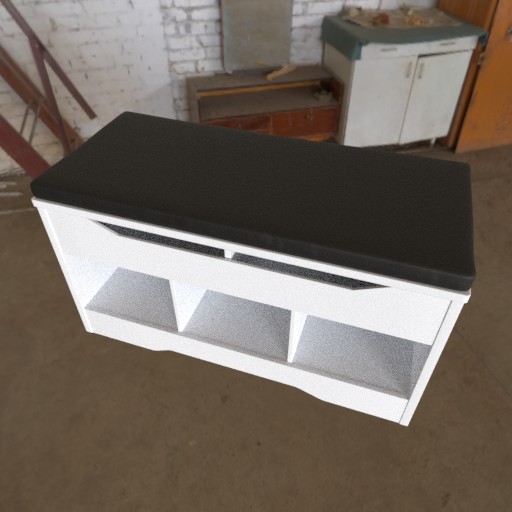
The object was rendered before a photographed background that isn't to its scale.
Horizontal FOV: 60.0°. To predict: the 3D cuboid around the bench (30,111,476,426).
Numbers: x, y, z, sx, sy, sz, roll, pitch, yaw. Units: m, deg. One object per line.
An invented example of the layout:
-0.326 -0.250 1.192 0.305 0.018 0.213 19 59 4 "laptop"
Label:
0.000 0.000 1.131 0.899 0.500 0.401 13 43 14 "bench"
